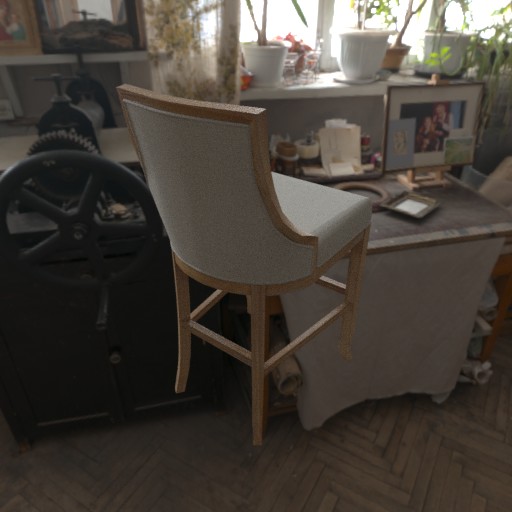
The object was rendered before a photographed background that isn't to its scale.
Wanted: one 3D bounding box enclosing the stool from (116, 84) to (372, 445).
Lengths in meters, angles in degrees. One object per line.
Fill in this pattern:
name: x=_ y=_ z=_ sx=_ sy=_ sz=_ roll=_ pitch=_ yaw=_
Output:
stool: x=0.000 y=0.000 z=1.456 sx=0.524 sy=1.101 sz=0.626 roll=22 pitch=38 yaw=31
